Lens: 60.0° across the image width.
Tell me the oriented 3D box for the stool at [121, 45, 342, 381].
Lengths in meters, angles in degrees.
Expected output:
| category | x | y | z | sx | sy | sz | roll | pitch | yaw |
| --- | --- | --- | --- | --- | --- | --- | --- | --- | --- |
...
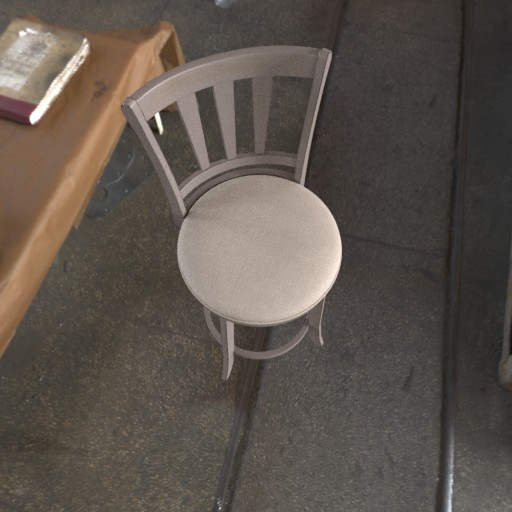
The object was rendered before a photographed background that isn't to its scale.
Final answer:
| category | x | y | z | sx | sy | sz | roll | pitch | yaw |
| --- | --- | --- | --- | --- | --- | --- | --- | --- | --- |
| stool | 0.000 | 0.000 | 1.255 | 0.436 | 1.023 | 0.475 | -18 | 65 | -8 |
